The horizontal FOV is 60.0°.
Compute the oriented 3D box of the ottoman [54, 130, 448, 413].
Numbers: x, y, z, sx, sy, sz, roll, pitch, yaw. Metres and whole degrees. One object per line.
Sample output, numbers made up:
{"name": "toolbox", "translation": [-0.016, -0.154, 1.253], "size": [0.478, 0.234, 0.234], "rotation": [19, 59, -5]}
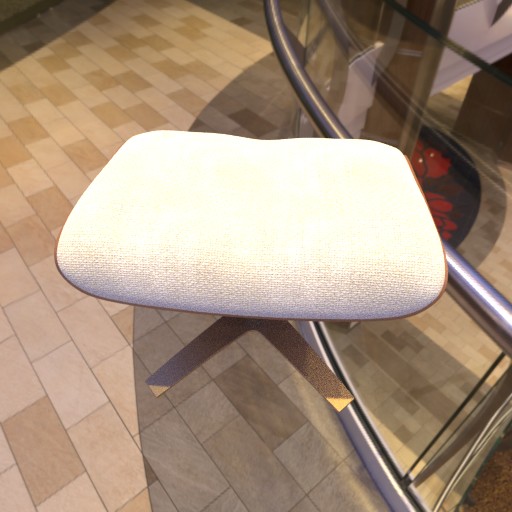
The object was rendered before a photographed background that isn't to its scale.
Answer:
{"name": "ottoman", "translation": [0.000, 0.000, 0.807], "size": [0.520, 0.391, 0.394], "rotation": [4, 47, 3]}
